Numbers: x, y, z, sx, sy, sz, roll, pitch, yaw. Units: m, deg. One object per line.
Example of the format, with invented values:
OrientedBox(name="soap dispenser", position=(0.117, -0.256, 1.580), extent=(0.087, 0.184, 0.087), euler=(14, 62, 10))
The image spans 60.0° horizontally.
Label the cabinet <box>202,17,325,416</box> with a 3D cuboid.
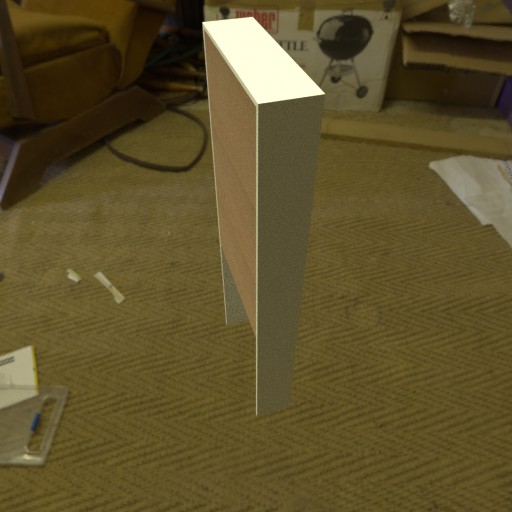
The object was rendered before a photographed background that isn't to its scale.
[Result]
OrientedBox(name="cabinet", position=(0.000, 0.000, 1.989), extent=(0.192, 1.770, 0.643), euler=(-13, 47, -12))
